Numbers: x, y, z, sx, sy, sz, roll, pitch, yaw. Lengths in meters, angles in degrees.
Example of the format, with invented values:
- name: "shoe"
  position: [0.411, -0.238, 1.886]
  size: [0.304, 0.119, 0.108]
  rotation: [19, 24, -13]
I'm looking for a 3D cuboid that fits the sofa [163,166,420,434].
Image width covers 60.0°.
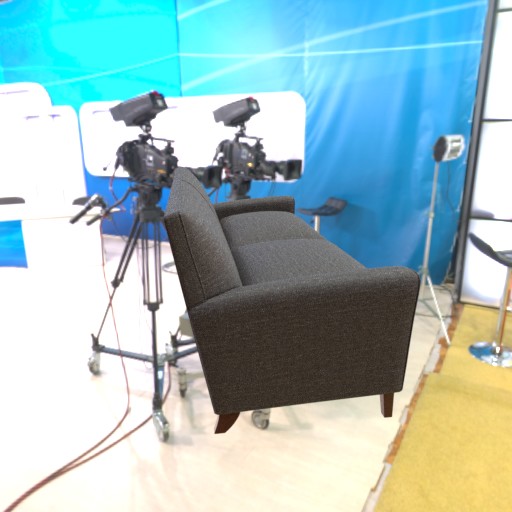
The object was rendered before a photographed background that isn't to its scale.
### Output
- name: "sofa"
  position: [0.000, 0.000, 2.451]
  size: [0.875, 0.846, 1.976]
  rotation: [-2, 16, -8]
